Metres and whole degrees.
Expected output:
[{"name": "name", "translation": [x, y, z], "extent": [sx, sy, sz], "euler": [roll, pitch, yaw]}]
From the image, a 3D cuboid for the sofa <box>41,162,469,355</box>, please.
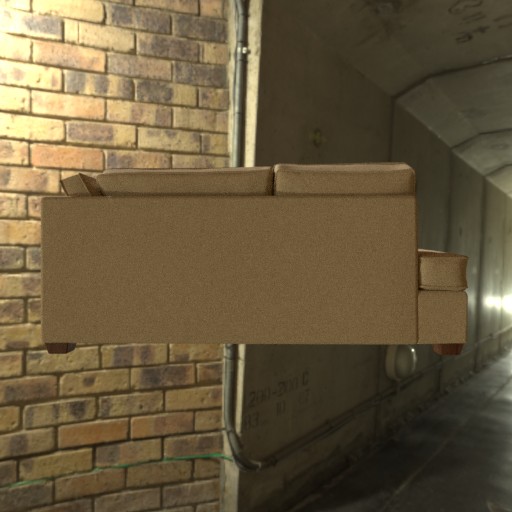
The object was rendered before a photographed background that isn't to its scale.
[{"name": "sofa", "translation": [0.000, 0.000, 2.822], "extent": [2.237, 1.033, 1.110], "euler": [0, 0, 1]}]
